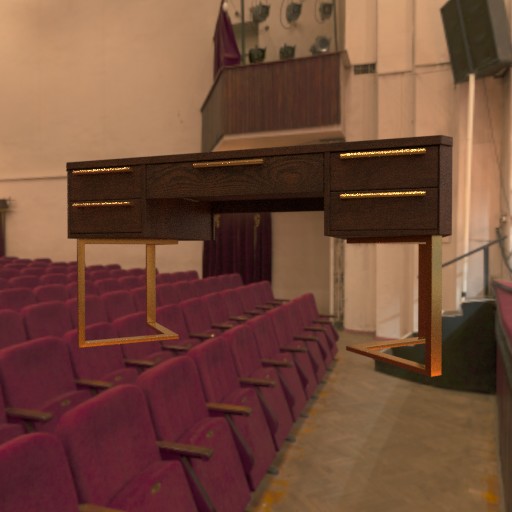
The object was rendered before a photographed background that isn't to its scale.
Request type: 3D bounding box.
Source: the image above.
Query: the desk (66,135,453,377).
[{"bbox_3d":[0.000,0.000,1.891,1.479,0.762,0.684,0,1,18],"label":"desk"}]
